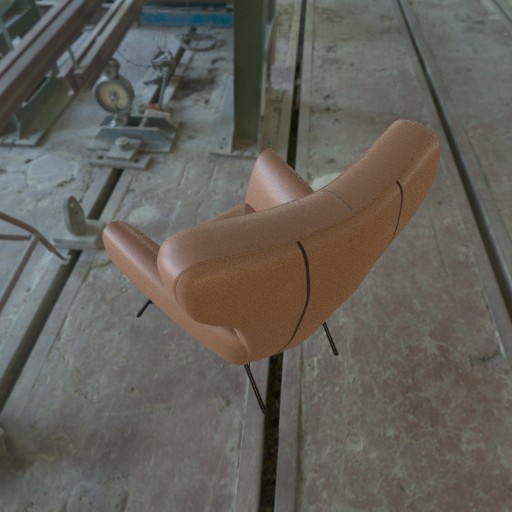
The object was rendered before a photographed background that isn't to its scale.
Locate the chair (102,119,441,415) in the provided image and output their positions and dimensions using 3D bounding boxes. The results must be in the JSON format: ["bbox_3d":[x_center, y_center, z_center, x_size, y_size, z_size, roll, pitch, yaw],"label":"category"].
[{"bbox_3d":[0.000,0.000,1.707,0.980,1.050,0.900,-31,54,-26],"label":"chair"}]
